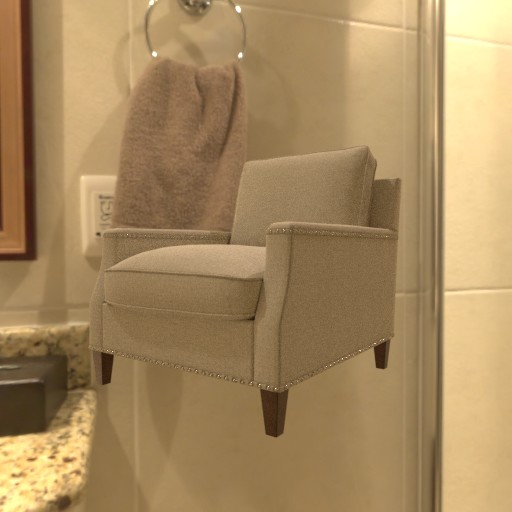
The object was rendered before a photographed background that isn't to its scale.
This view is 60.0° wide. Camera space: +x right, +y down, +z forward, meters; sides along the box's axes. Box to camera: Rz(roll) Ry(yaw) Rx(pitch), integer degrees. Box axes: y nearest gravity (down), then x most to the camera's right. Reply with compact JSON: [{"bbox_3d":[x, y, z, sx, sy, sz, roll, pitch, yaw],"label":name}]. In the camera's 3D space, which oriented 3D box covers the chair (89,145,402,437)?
[{"bbox_3d":[0.000,0.000,1.774,0.853,0.943,1.014,1,1,36],"label":"chair"}]
